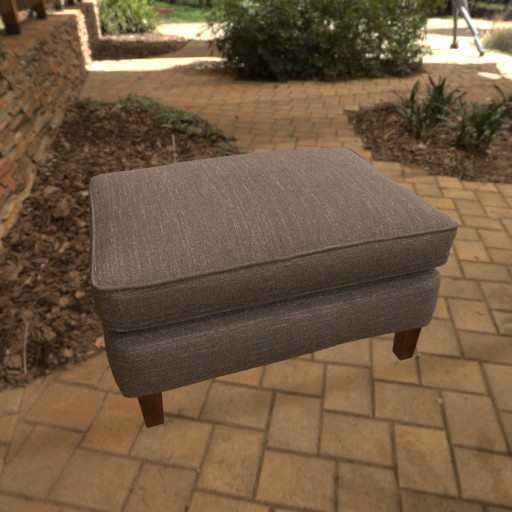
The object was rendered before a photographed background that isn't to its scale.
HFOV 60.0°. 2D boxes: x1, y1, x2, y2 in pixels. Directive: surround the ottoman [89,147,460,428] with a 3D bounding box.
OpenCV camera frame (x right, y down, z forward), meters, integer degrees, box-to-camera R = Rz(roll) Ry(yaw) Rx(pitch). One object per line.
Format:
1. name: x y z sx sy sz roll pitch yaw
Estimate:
1. ottoman: 0.000 0.000 1.009 0.686 0.406 0.508 -10 34 -15
